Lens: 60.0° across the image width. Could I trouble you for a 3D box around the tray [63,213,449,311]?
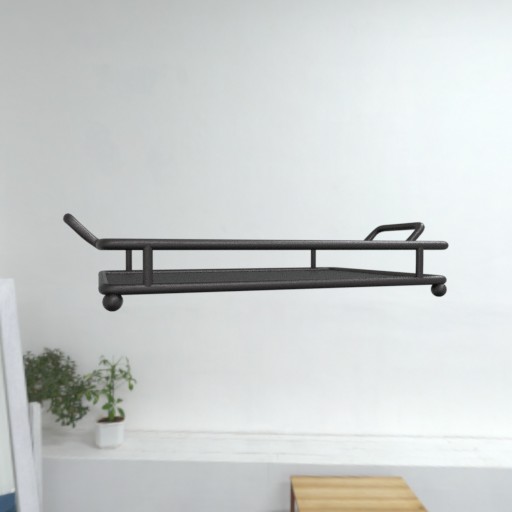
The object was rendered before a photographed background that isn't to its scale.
[{"bbox_3d":[0.000,0.000,0.626,0.495,0.101,0.297,0,1,-20],"label":"tray"}]
